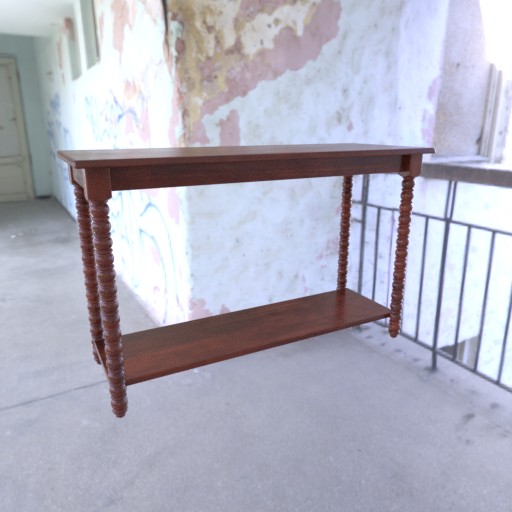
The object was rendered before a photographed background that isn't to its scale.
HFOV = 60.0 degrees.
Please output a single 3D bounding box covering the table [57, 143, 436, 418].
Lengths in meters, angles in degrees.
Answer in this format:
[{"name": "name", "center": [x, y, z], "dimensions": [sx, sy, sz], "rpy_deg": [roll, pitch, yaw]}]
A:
[{"name": "table", "center": [0.000, 0.000, 1.574], "dimensions": [1.184, 0.740, 0.459], "rpy_deg": [-9, 19, -27]}]
